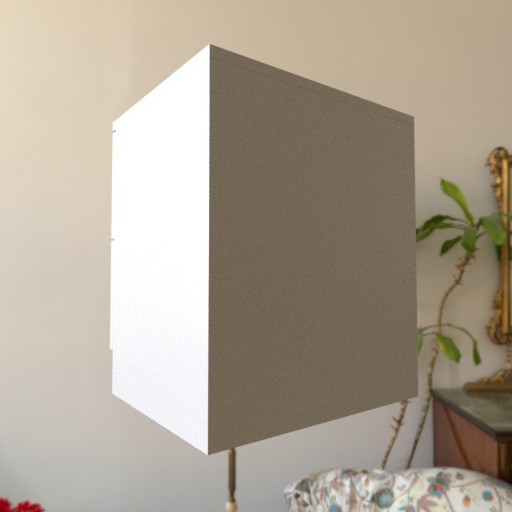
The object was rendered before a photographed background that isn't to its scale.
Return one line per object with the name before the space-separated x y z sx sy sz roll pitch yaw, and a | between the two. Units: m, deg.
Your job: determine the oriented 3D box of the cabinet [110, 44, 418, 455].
cabinet | 0.000 0.000 0.766 0.400 0.470 0.360 2 -3 -36
